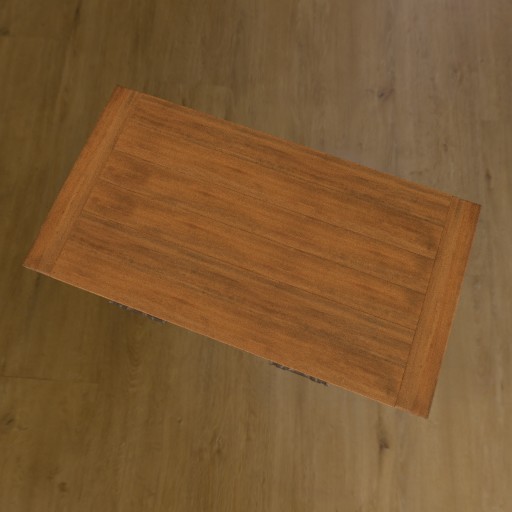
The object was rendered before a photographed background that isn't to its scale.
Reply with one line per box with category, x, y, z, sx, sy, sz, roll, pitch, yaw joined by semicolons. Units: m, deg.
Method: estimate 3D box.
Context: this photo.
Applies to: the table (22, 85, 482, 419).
table;0.000;0.000;1.607;1.270;0.494;0.693;20;76;5
